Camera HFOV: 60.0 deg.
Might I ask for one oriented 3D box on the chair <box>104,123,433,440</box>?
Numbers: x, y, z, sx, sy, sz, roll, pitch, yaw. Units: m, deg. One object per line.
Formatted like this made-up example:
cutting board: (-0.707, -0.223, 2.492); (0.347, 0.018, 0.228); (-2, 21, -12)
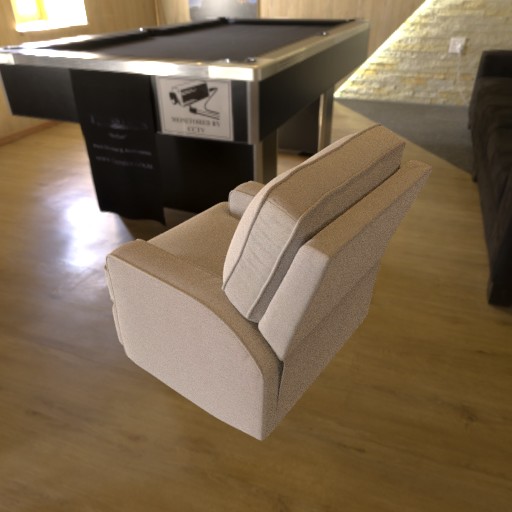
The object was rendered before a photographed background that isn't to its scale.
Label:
chair: (0.000, 0.000, 1.702); (0.969, 0.964, 0.861); (22, 38, 30)
